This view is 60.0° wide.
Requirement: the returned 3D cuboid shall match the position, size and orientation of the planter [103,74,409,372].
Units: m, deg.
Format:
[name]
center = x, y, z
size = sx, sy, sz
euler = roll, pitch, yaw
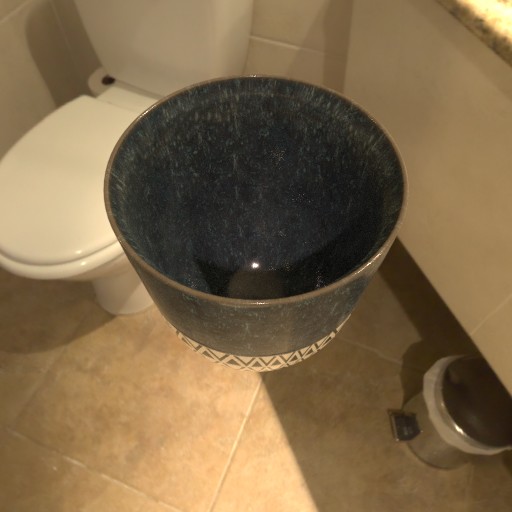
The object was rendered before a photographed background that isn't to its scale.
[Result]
[planter]
center = 0.000, 0.000, 0.377
size = 0.195, 0.214, 0.195
euler = 0, 58, 0
